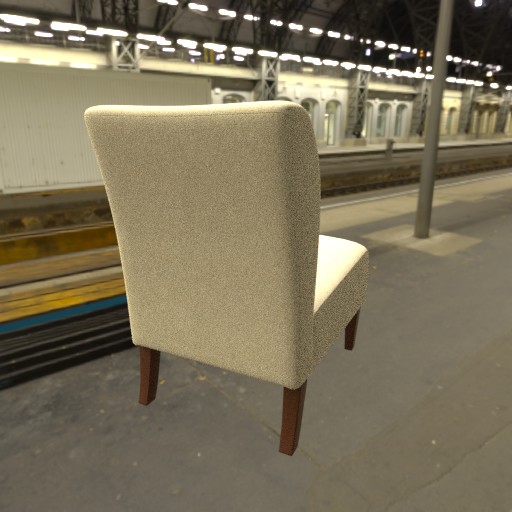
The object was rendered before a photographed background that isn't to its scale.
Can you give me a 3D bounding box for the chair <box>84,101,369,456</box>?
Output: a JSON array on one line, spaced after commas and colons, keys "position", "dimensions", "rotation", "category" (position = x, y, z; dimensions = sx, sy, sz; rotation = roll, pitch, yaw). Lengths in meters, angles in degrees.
[{"position": [0.000, 0.000, 1.317], "dimensions": [0.521, 0.833, 0.754], "rotation": [8, 18, 26], "category": "chair"}]
